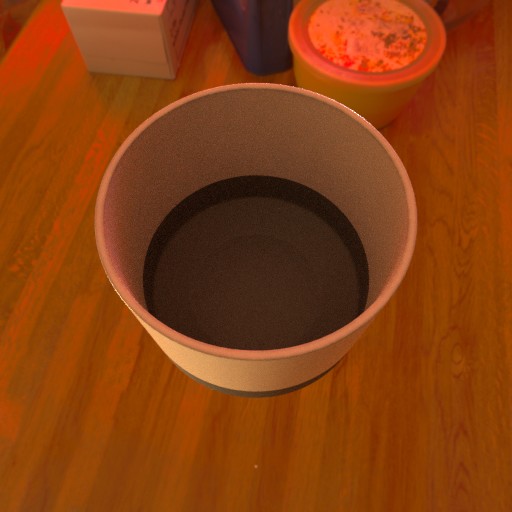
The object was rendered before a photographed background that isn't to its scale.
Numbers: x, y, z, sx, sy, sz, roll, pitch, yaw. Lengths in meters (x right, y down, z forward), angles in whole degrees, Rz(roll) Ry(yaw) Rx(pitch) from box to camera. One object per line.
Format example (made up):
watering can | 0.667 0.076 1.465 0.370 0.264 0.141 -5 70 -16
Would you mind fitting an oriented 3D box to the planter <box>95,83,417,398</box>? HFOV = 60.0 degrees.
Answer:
planter | 0.000 0.000 0.225 0.128 0.105 0.128 0 65 0
